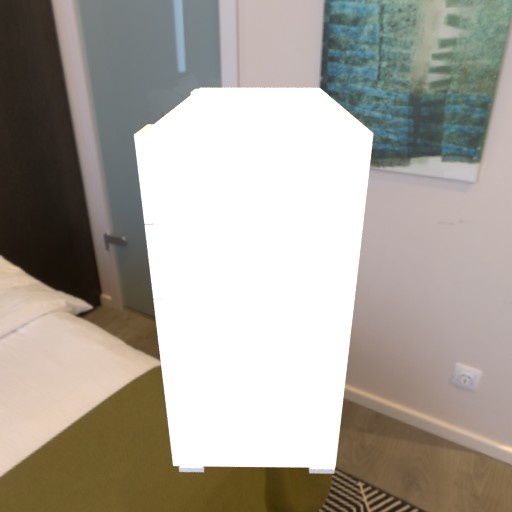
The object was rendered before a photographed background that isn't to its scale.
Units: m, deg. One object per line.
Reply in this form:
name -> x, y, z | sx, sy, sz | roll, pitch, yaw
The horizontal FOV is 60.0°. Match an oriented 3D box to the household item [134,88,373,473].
household item -> 0.000, 0.000, 1.326 | 0.420, 0.870, 0.800 | 0, 26, 1
